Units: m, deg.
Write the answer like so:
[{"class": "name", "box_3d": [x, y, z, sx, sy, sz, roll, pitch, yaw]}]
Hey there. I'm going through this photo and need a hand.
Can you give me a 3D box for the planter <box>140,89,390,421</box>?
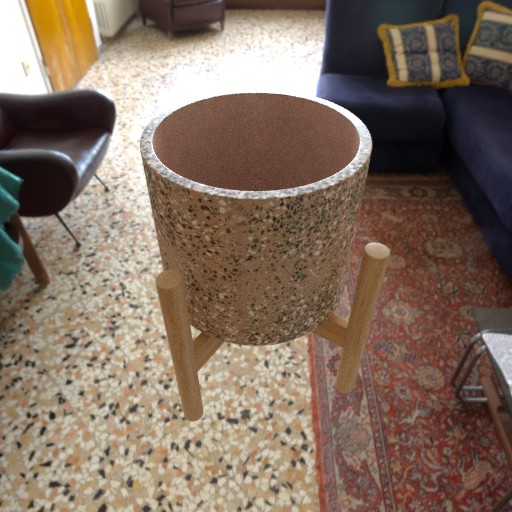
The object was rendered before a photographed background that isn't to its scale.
[{"class": "planter", "box_3d": [0.000, 0.000, 0.538, 0.284, 0.320, 0.284, -24, 47, -24]}]
